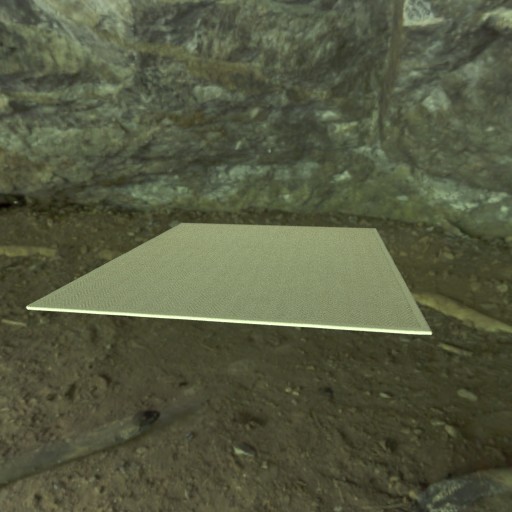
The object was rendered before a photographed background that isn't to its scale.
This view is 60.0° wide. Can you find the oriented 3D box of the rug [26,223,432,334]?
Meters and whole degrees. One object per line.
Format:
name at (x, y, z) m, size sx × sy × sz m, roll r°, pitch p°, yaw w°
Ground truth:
rug at (0.000, 0.000, 4.009) m, size 2.407 × 0.020 × 3.051 m, roll 2°, pitch 14°, yaw 9°
